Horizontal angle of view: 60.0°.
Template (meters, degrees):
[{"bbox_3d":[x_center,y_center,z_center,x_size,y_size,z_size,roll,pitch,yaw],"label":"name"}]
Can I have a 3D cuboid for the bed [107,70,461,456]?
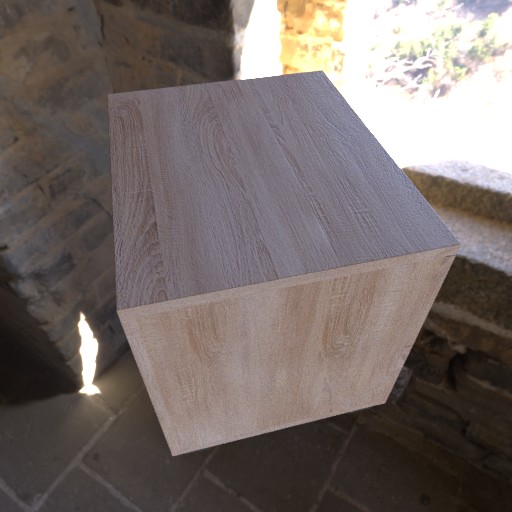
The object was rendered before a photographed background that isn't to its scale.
[{"bbox_3d":[0.000,0.000,0.777,0.401,0.420,0.460,-10,48,-10],"label":"bed"}]
